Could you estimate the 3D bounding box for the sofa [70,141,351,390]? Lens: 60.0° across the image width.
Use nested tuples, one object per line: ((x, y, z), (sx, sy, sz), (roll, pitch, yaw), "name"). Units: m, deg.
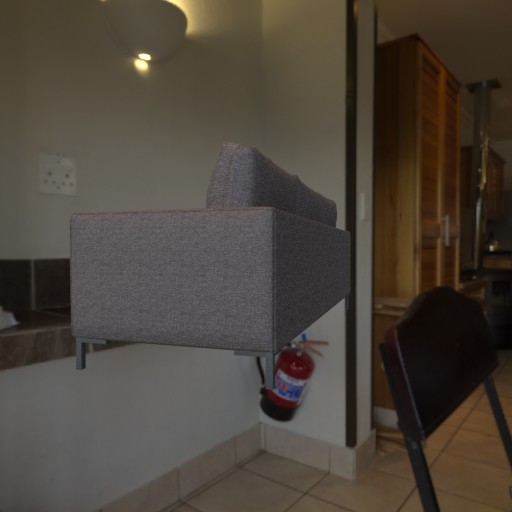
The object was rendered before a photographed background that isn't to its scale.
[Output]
((0.000, 0.000, 2.677), (0.876, 0.882, 2.253), (0, 1, 19), "sofa")
